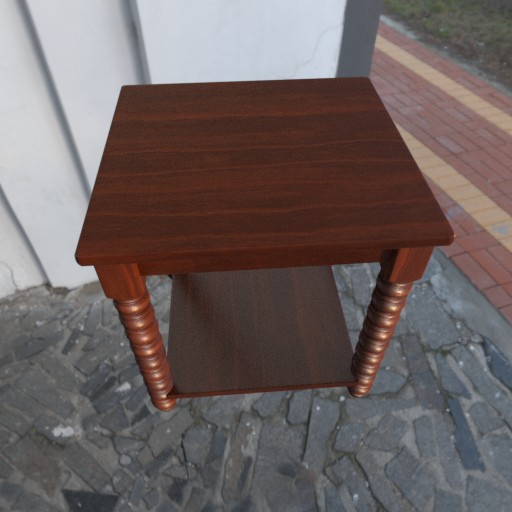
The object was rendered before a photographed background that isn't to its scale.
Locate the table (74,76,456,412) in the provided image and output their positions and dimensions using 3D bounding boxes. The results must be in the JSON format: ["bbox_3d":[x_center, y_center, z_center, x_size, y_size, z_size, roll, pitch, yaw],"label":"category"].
[{"bbox_3d":[0.000,0.000,0.983,0.533,0.567,0.500,-3,47,-3],"label":"table"}]
